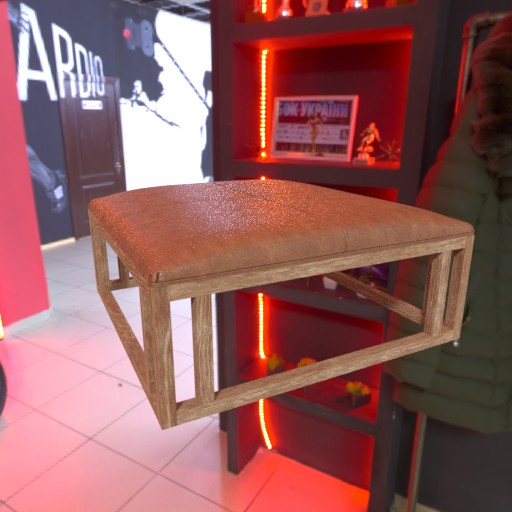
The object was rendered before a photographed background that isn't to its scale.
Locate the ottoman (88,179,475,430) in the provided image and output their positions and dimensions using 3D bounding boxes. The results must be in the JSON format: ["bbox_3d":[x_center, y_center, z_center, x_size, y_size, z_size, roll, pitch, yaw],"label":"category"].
[{"bbox_3d":[0.000,0.000,1.619,1.013,0.442,1.016,-8,19,-26],"label":"ottoman"}]
